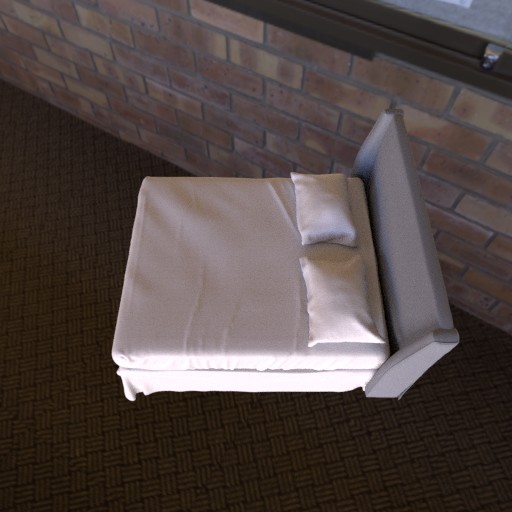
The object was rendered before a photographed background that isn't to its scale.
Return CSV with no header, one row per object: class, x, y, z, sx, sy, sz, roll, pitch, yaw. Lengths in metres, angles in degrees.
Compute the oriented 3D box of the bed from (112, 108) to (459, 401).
bed,0.000,0.000,3.475,2.276,1.332,1.925,0,59,0
